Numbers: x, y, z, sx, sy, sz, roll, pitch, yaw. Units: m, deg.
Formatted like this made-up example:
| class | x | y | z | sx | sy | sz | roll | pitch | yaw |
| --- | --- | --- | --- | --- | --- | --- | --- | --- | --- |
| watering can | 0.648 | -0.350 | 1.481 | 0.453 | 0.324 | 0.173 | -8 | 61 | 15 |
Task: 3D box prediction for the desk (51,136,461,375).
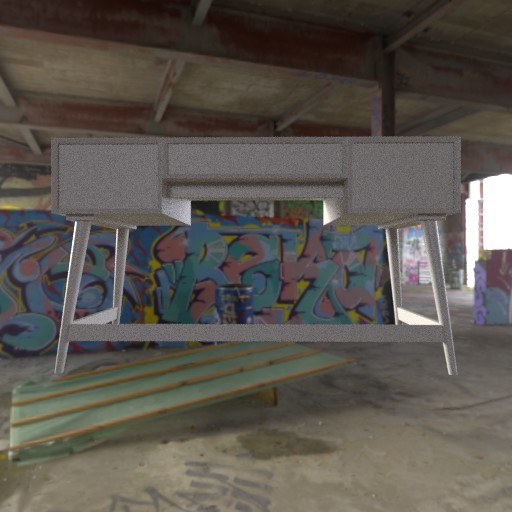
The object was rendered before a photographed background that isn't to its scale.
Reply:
| class | x | y | z | sx | sy | sz | roll | pitch | yaw |
| --- | --- | --- | --- | --- | --- | --- | --- | --- | --- |
| desk | 0.000 | 0.000 | 1.716 | 1.313 | 0.762 | 0.589 | 0 | 0 | 1 |
